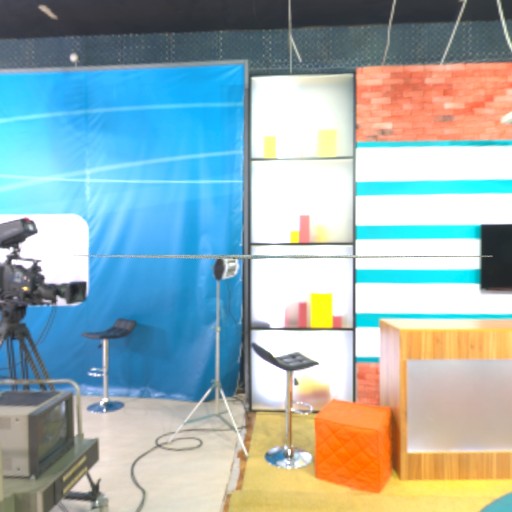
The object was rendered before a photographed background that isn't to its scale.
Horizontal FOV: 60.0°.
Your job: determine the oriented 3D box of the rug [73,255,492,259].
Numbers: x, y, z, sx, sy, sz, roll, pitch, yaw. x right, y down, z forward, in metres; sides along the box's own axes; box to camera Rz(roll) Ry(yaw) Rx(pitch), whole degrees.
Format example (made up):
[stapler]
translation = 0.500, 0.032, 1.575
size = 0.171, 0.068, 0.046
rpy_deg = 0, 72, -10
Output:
[rug]
translation = 0.000, 0.000, 4.004
size = 2.440, 0.008, 3.036
rpy_deg = 0, 0, -36
